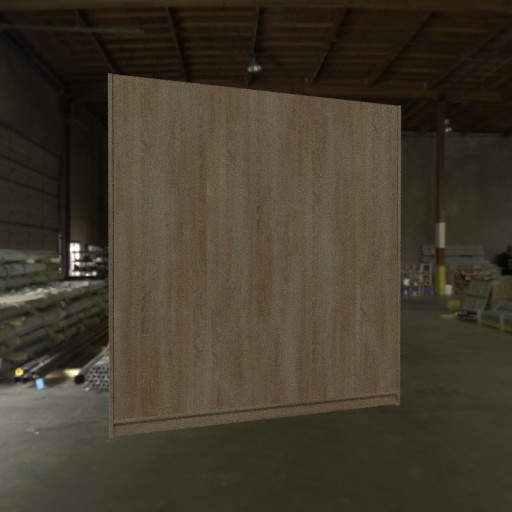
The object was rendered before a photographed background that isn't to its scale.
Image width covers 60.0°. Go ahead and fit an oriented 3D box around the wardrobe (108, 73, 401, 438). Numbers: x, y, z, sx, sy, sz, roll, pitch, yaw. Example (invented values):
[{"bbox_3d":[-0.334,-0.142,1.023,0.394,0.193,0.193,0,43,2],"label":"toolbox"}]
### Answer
[{"bbox_3d":[0.000,0.000,3.192,1.998,2.159,0.598,0,1,-17],"label":"wardrobe"}]
